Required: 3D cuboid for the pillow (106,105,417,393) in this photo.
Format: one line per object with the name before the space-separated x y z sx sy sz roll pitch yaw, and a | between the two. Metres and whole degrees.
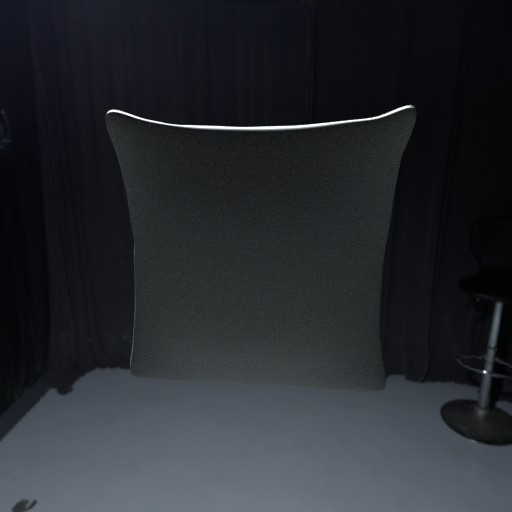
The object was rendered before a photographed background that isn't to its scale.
pillow | 0.000 0.000 0.702 0.451 0.449 0.191 2 15 6
